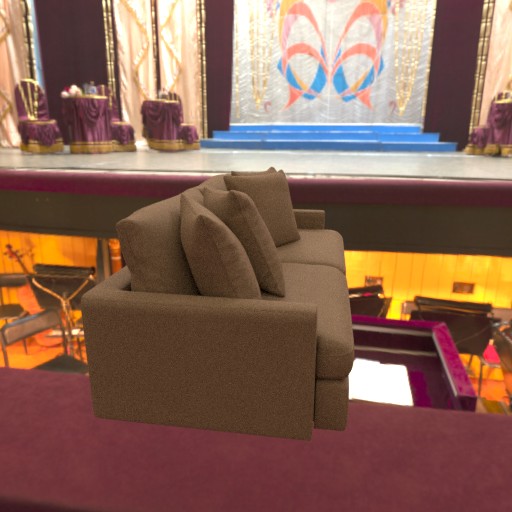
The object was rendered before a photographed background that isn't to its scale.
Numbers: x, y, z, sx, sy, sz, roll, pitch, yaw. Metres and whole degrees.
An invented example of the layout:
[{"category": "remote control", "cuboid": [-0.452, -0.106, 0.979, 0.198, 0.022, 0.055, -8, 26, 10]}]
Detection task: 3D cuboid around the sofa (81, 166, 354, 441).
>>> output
[{"category": "sofa", "cuboid": [0.000, 0.000, 3.007, 1.228, 1.084, 2.380, 3, 16, 9]}]
